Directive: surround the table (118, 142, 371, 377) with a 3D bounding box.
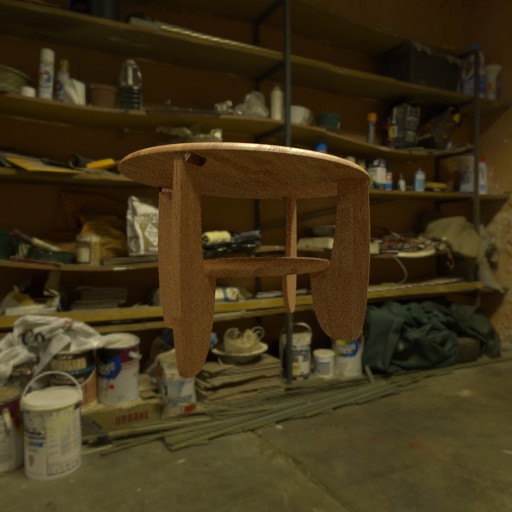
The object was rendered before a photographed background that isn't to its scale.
[{"bbox_3d":[0.000,0.000,1.385,0.690,0.490,1.040,1,2,18],"label":"table"}]
